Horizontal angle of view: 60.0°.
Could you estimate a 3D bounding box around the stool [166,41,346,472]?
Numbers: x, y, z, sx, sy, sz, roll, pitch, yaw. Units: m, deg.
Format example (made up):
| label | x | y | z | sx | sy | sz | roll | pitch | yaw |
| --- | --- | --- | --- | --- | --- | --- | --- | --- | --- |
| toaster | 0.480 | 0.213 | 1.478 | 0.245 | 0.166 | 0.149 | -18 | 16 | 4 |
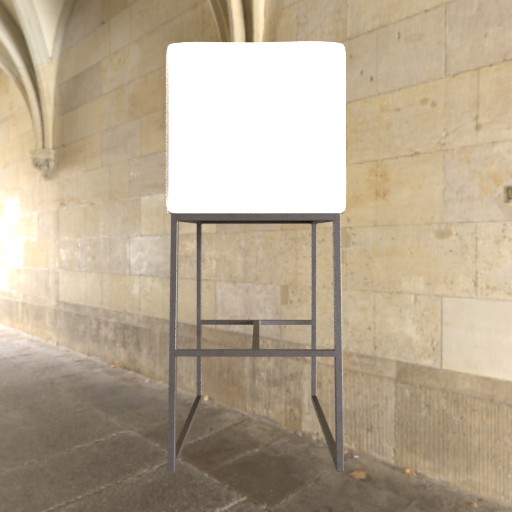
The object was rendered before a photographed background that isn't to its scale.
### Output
| label | x | y | z | sx | sy | sz | roll | pitch | yaw |
| --- | --- | --- | --- | --- | --- | --- | --- | --- | --- |
| stool | 0.000 | 0.000 | 1.365 | 0.464 | 1.061 | 0.573 | 0 | 0 | 0 |
